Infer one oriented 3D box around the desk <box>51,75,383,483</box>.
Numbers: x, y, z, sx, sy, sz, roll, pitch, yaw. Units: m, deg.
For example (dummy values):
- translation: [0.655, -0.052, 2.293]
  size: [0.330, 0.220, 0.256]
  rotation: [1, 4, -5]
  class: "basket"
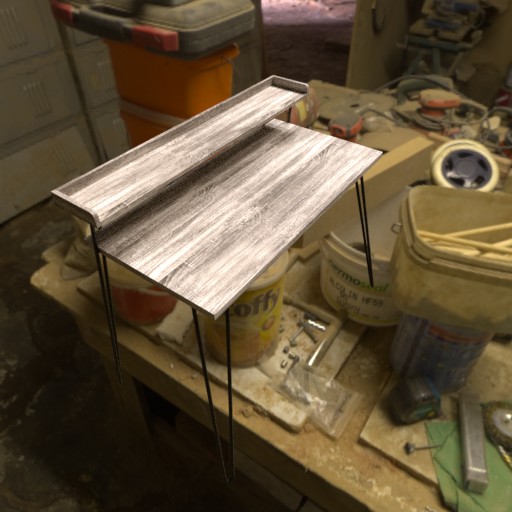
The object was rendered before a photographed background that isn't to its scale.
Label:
- translation: [0.000, 0.000, 1.633]
  size: [0.605, 0.899, 1.135]
  rotation: [26, 48, 26]
  class: "desk"
